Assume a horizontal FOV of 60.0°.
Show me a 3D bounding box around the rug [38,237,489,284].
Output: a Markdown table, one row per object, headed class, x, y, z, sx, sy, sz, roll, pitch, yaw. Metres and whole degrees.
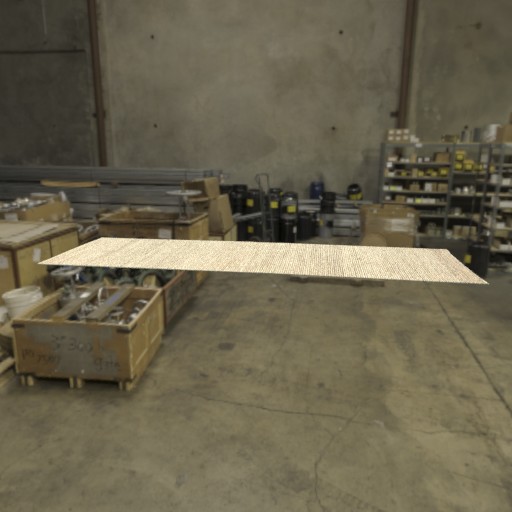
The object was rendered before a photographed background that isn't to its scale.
| class | x | y | z | sx | sy | sz | roll | pitch | yaw |
| --- | --- | --- | --- | --- | --- | --- | --- | --- | --- |
| rug | 0.000 | 0.000 | 2.669 | 2.390 | 0.014 | 0.741 | 2 | 14 | 9 |
